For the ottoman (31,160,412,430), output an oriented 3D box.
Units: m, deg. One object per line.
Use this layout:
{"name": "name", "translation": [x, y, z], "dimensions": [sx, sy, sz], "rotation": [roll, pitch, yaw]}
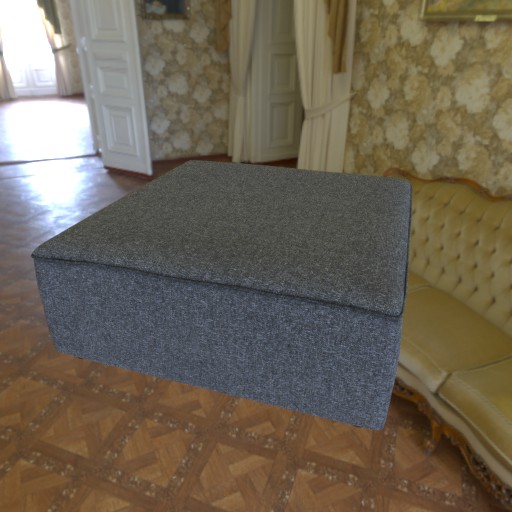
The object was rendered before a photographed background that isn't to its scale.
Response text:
{"name": "ottoman", "translation": [0.000, 0.000, 1.579], "dimensions": [1.017, 0.423, 1.021], "rotation": [9, 28, 17]}
